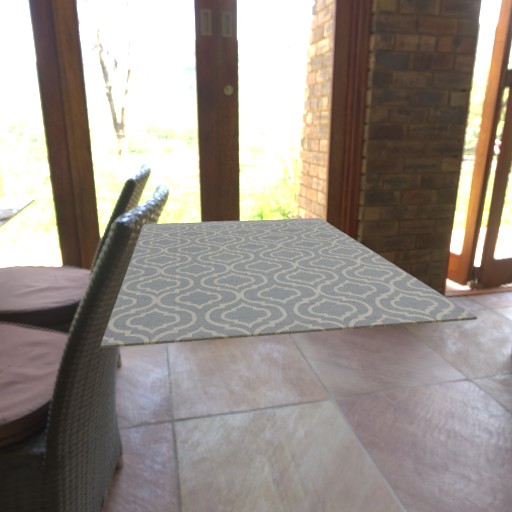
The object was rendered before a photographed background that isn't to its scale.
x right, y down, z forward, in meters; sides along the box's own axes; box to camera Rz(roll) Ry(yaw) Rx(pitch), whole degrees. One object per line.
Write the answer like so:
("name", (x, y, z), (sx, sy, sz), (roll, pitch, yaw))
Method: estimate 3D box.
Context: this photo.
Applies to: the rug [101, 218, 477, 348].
("rug", (0.000, 0.000, 2.640), (1.451, 0.010, 2.080), (-3, 16, -9))
